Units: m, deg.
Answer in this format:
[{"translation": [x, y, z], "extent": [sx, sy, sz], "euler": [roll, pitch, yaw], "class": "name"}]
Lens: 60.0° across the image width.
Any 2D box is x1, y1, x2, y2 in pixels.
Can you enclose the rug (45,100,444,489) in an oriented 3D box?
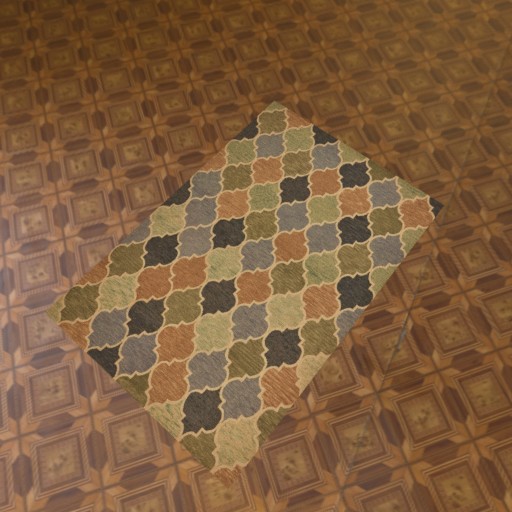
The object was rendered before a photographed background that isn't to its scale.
[{"translation": [0.000, 0.000, 2.928], "extent": [1.521, 0.006, 2.284], "euler": [37, 70, 16], "class": "rug"}]
